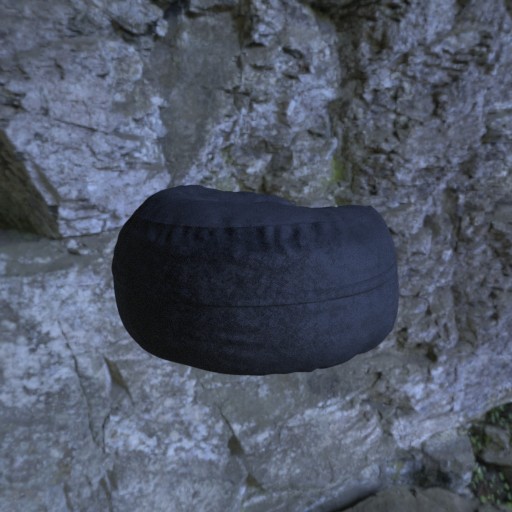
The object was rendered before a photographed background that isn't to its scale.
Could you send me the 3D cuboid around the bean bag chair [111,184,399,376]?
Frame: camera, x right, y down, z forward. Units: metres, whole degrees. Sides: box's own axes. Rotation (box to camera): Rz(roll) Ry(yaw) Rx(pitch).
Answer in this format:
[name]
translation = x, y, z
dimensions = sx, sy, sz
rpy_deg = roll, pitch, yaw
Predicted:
[bean bag chair]
translation = 0.000, 0.000, 2.457
dimensions = 1.525, 0.751, 1.525
rpy_deg = 0, 15, 0
